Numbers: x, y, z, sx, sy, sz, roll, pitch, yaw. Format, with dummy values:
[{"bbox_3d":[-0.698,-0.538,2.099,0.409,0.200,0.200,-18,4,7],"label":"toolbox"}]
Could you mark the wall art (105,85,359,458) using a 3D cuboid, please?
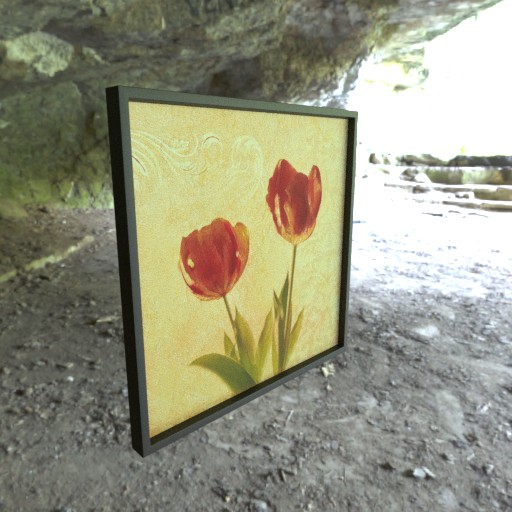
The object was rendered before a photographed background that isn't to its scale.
[{"bbox_3d":[0.000,0.000,0.531,0.349,0.349,0.038,-13,18,-43],"label":"wall art"}]
